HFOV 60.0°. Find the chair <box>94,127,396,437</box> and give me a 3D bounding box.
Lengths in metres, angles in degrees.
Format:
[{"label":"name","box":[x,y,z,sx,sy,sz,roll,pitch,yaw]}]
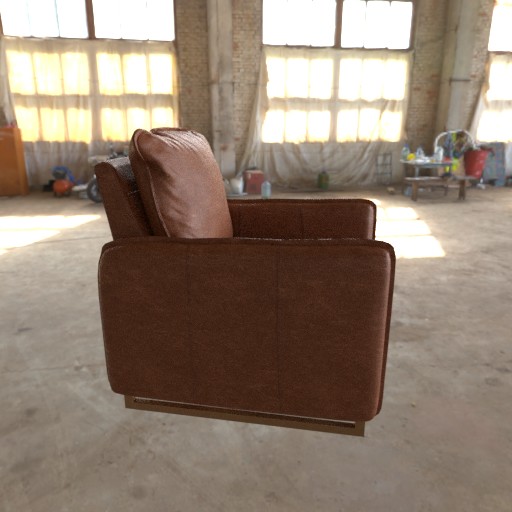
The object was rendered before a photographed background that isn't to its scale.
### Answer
[{"label":"chair","box":[0.000,0.000,1.649,0.922,0.922,0.830,3,17,10]}]
